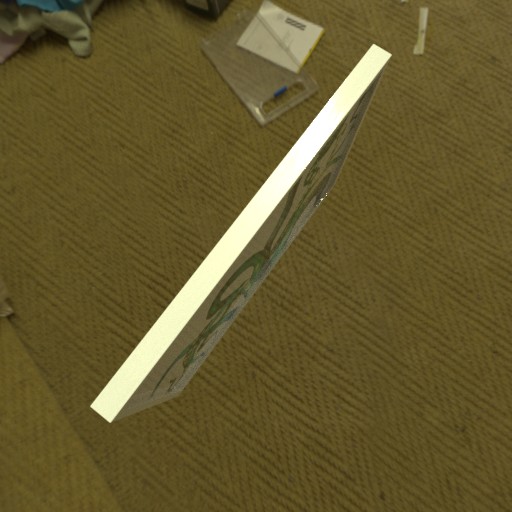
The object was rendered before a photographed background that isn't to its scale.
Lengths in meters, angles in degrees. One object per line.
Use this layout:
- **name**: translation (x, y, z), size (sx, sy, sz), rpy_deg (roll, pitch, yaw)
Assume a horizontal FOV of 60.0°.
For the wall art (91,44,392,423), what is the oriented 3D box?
- **wall art**: translation (0.000, 0.000, 1.358), size (0.053, 0.787, 1.041), rpy_deg (35, 79, 8)
